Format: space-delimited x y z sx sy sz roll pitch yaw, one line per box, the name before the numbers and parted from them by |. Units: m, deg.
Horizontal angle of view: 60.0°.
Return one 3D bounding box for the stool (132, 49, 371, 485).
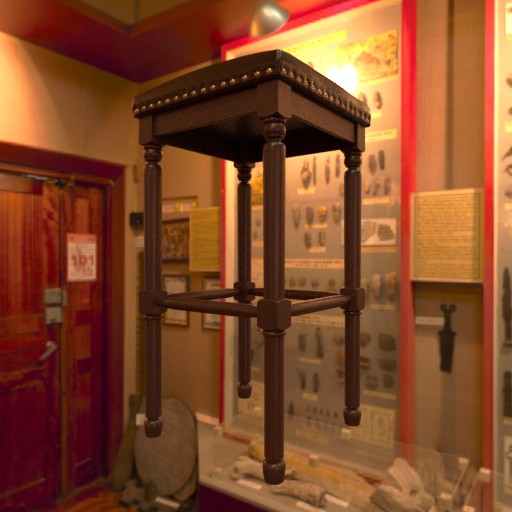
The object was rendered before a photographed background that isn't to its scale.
stool | 0.000 0.000 0.979 0.383 0.768 0.382 0 1 37
